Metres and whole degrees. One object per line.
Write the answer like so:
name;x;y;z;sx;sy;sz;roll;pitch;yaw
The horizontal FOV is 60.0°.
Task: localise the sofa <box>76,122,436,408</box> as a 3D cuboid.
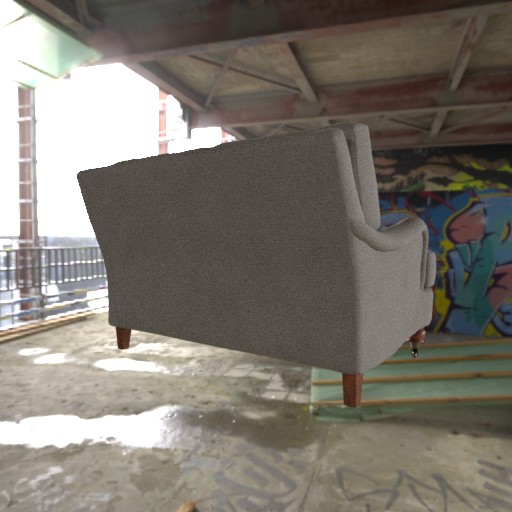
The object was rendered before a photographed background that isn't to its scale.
sofa;0.000;0.000;2.189;1.480;0.999;1.087;2;3;37
